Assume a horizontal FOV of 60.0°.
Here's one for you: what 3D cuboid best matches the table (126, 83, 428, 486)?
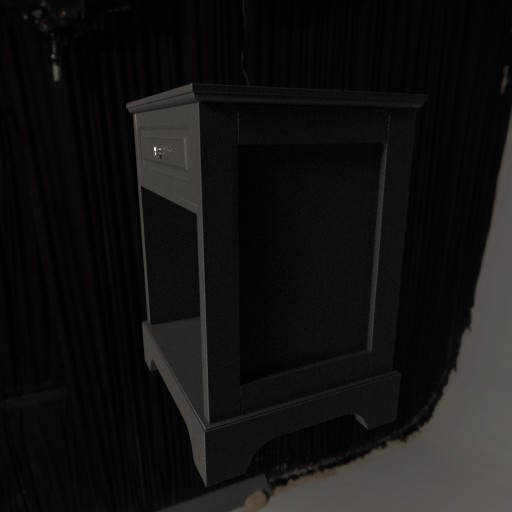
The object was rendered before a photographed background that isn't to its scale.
[{"bbox_3d":[0.000,0.000,0.915,0.399,0.610,0.460,-7,17,-25],"label":"table"}]
